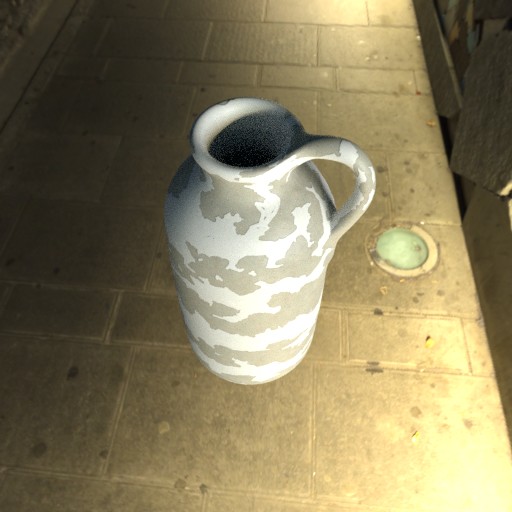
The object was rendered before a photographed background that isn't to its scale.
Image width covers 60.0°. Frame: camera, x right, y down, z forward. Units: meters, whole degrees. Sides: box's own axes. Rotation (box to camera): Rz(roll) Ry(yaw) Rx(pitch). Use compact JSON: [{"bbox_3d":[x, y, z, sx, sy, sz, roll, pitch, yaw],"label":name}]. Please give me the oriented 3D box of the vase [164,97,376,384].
[{"bbox_3d":[0.000,0.000,0.498,0.203,0.382,0.186,17,59,11],"label":"vase"}]
